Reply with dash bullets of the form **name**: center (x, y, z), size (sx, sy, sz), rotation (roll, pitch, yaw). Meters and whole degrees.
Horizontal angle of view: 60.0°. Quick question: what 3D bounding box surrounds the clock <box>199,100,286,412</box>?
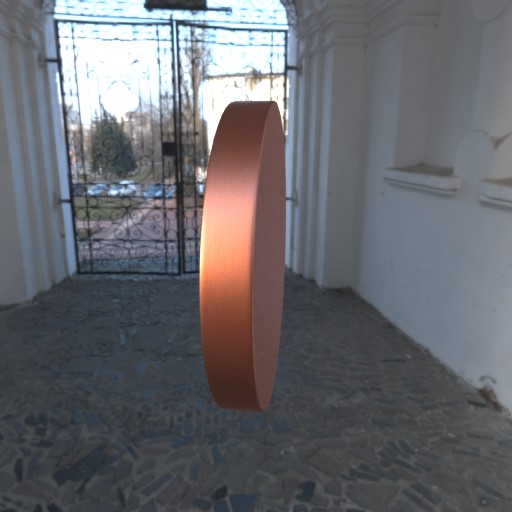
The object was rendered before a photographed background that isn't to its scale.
- **clock**: center (0.000, 0.000, 0.474), size (0.040, 0.313, 0.313), rotation (2, 15, 8)
